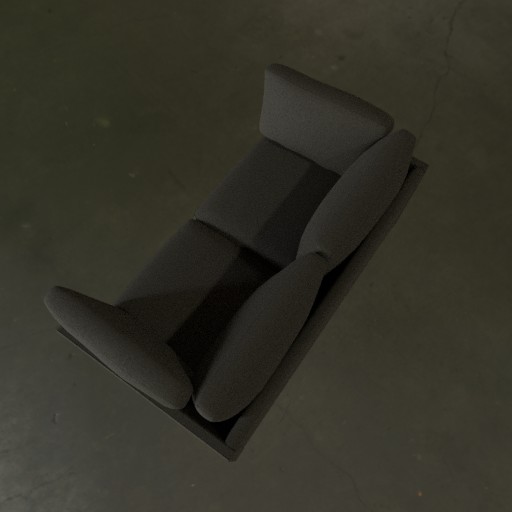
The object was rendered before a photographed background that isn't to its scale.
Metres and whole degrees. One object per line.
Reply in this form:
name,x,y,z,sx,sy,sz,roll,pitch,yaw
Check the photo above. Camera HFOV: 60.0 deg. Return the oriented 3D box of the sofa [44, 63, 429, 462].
sofa,0.000,0.000,2.301,0.969,0.920,1.751,33,69,14
